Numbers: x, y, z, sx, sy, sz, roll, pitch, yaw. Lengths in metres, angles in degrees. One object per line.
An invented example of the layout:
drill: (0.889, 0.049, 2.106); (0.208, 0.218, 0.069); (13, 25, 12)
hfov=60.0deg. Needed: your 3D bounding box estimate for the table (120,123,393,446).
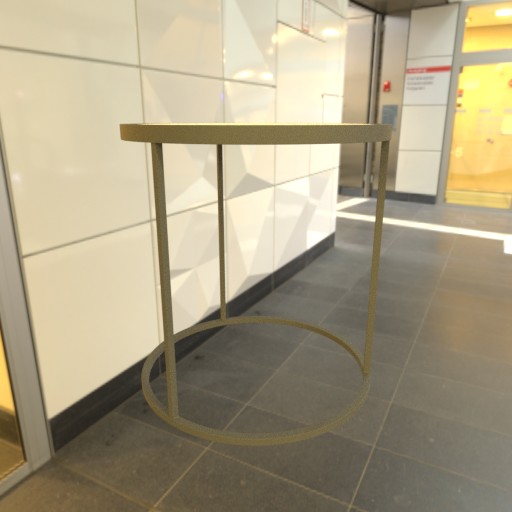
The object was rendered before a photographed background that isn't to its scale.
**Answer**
table: (0.000, 0.000, 0.868); (0.470, 0.498, 0.470); (0, 17, 0)
